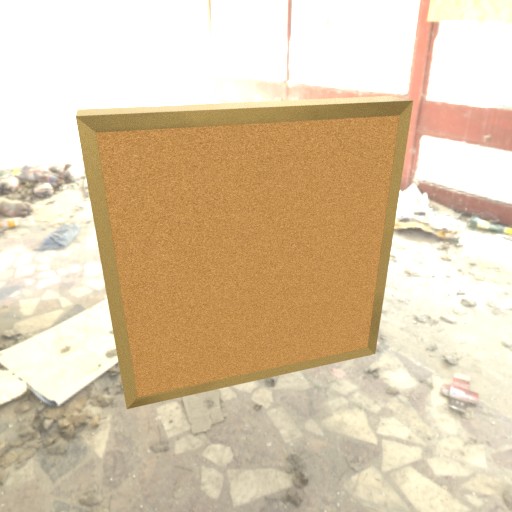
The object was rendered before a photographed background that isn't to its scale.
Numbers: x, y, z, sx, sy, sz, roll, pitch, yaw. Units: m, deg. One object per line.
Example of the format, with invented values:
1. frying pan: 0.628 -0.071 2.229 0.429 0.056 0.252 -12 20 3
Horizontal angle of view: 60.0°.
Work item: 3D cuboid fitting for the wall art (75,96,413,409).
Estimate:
1. wall art: 0.000 0.000 0.467 0.304 0.305 0.038 -8 28 -16
